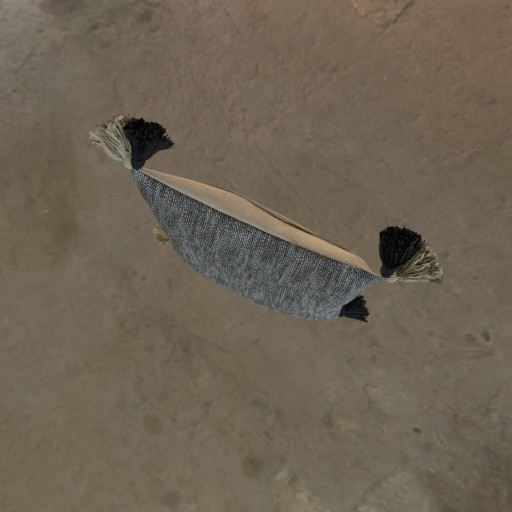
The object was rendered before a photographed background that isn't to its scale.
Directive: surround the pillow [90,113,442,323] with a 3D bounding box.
[{"bbox_3d":[0.000,0.000,0.979,0.654,0.659,0.170,24,77,6],"label":"pillow"}]
